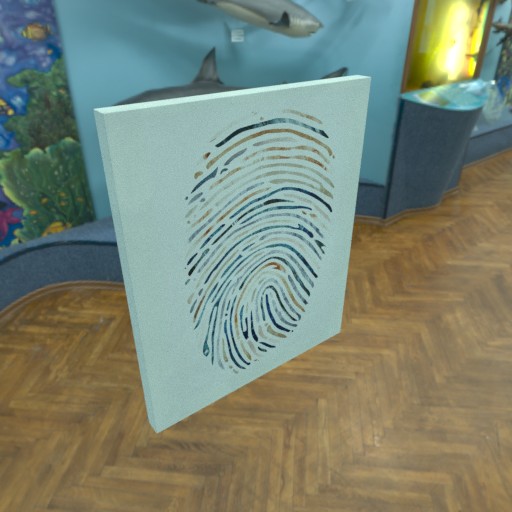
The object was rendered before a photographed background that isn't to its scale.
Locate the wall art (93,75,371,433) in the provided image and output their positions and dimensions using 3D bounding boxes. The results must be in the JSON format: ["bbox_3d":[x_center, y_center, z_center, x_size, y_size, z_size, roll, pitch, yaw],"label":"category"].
[{"bbox_3d":[0.000,0.000,0.853,0.508,0.606,0.037,-21,36,-31],"label":"wall art"}]
